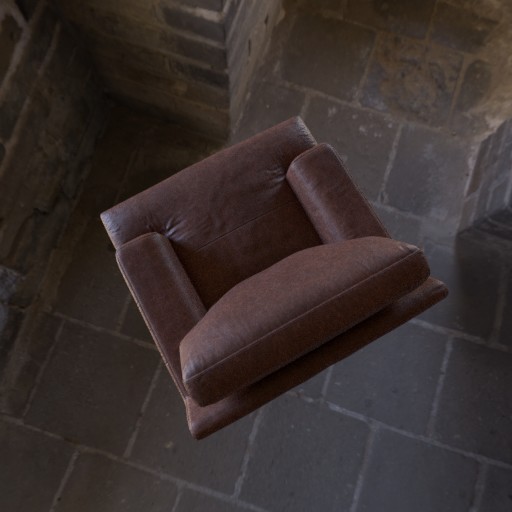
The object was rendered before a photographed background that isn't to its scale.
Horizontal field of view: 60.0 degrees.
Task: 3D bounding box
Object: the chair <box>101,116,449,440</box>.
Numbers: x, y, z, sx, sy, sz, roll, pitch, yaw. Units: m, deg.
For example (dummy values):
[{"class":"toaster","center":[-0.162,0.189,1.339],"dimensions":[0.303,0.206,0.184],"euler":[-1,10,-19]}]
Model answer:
[{"class":"chair","center":[0.000,0.000,2.044],"dimensions":[1.168,0.939,1.143],"euler":[-28,78,-7]}]
